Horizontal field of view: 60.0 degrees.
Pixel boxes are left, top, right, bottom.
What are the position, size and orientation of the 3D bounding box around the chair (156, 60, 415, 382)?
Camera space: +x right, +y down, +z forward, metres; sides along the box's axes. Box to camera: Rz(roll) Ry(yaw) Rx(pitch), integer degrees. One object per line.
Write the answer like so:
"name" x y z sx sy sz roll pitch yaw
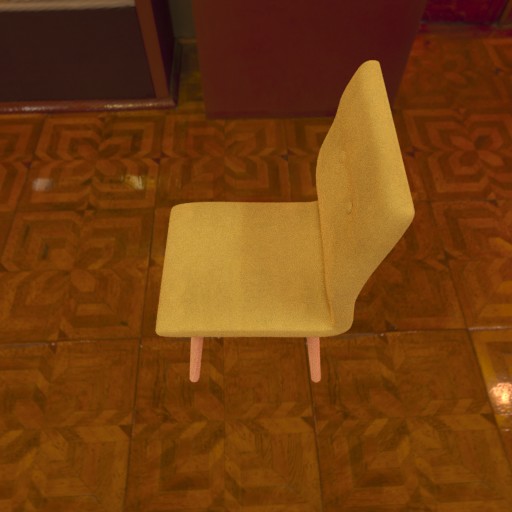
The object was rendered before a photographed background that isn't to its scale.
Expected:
"chair" 0.000 0.000 1.280 0.550 0.965 0.450 0 58 0
